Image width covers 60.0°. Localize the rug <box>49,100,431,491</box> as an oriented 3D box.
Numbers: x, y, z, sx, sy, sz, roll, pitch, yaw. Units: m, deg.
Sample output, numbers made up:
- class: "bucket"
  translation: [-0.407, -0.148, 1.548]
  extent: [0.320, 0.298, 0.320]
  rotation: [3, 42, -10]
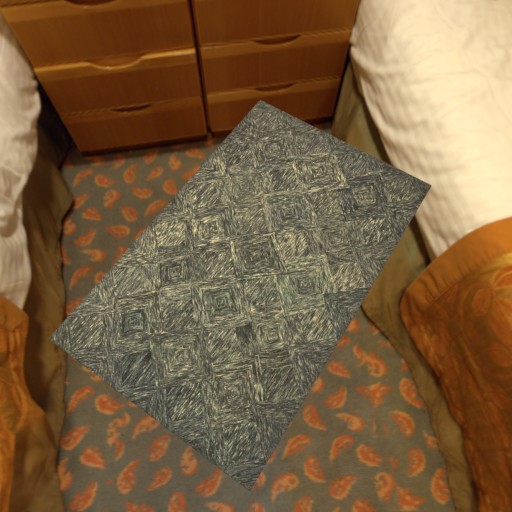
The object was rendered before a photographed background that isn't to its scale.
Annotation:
- class: "rug"
  translation: [0.000, 0.000, 2.939]
  extent: [1.478, 0.017, 2.330]
  rotation: [31, 68, 14]
